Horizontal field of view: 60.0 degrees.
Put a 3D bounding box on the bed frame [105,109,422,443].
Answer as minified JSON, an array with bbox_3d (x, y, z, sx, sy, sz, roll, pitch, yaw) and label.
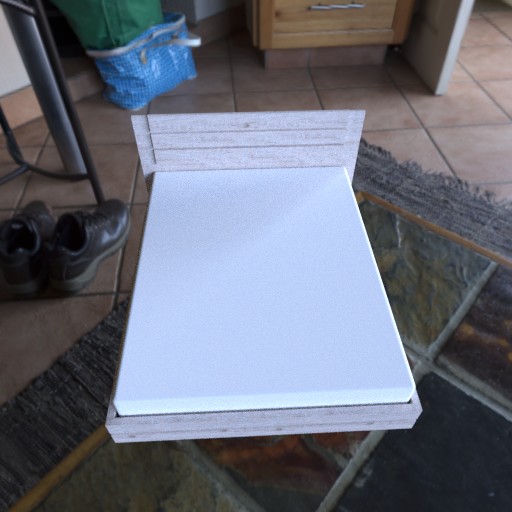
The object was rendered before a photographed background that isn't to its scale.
[{"bbox_3d":[0.000,0.000,2.941,1.750,0.970,2.080,-2,46,-2],"label":"bed frame"}]
